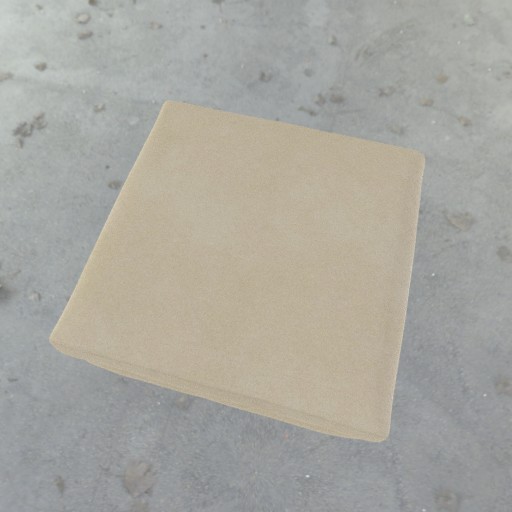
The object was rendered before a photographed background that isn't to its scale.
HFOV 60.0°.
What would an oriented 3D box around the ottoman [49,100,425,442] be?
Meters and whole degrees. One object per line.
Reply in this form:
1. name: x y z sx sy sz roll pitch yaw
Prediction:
1. ottoman: 0.000 0.000 1.845 1.205 0.522 1.190 14 65 7
